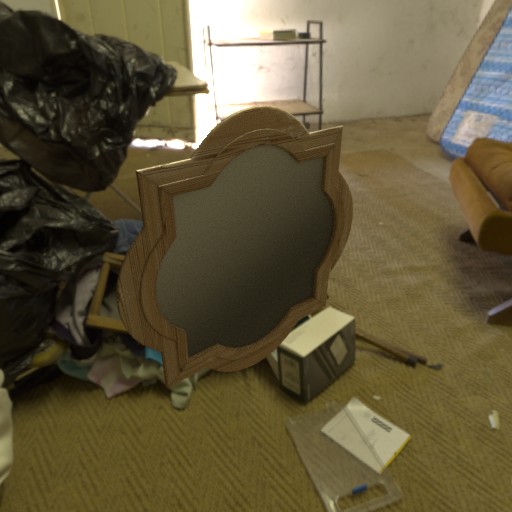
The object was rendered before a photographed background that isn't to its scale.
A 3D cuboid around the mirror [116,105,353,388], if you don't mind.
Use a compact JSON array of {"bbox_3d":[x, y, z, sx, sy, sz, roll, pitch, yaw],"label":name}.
[{"bbox_3d":[0.000,0.000,1.083,0.686,0.686,0.019,-21,36,-32],"label":"mirror"}]
